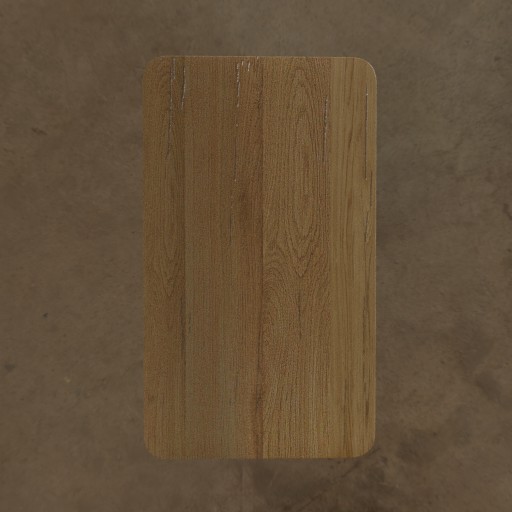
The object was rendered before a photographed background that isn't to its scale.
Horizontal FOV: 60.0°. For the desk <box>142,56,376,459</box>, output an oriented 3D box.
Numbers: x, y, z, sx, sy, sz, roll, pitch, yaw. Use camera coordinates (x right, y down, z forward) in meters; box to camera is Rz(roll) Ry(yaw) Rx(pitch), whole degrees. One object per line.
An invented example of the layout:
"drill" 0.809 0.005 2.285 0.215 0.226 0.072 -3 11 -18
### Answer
"desk" 0.000 0.000 1.232 0.440 0.790 0.760 0 91 -1
